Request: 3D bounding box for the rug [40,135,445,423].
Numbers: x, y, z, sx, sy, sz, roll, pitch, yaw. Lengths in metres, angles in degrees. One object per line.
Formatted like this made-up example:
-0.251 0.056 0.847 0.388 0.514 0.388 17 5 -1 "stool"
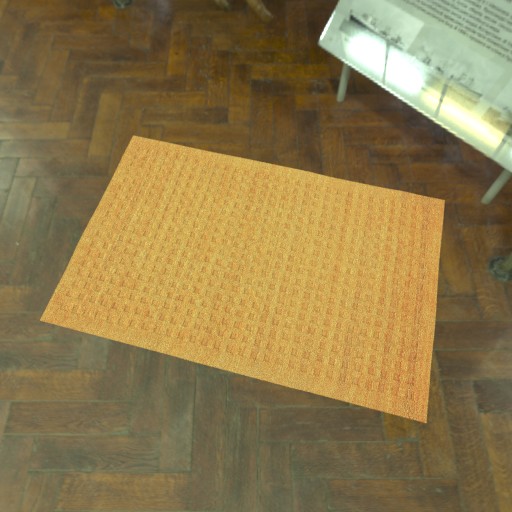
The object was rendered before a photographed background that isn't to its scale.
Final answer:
0.000 0.000 2.172 1.747 0.006 1.143 13 63 7 "rug"
